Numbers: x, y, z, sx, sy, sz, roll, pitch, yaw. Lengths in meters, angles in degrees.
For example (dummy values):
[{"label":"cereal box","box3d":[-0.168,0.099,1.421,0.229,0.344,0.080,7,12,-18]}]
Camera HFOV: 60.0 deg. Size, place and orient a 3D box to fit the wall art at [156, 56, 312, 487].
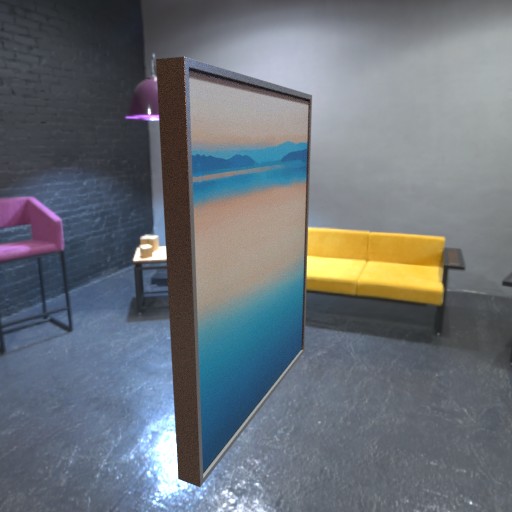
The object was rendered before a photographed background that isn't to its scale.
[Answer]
[{"label":"wall art","box3d":[0.000,0.000,0.753,0.037,0.554,0.453,7,16,24]}]
